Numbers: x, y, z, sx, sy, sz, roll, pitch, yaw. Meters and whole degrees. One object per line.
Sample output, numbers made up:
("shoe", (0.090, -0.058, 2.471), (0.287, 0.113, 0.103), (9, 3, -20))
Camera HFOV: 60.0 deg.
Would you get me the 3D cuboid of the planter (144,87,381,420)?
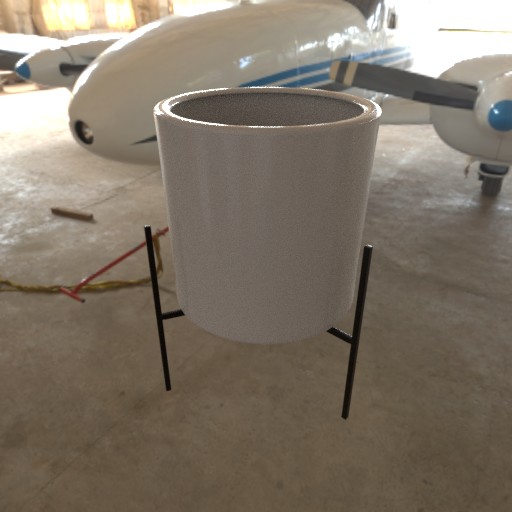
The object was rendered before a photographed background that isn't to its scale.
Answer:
("planter", (0.000, 0.000, 0.653), (0.308, 0.431, 0.307), (-10, 31, -18))
